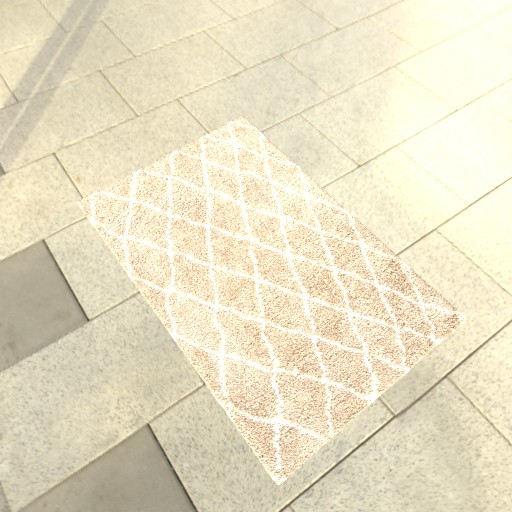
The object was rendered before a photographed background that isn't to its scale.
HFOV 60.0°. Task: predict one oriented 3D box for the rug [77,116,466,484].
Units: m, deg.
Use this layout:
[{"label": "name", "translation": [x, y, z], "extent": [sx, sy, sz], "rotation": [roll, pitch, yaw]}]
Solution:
[{"label": "rug", "translation": [0.000, 0.000, 3.522], "extent": [1.778, 0.030, 2.743], "rotation": [-33, 64, -19]}]
